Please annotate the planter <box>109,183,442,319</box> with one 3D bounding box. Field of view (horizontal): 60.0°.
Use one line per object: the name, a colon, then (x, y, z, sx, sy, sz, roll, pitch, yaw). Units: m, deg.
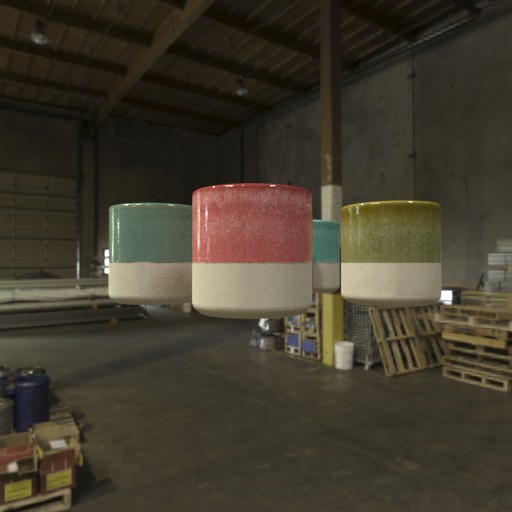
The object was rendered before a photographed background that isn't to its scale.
planter: (0.000, 0.000, 0.404, 0.257, 0.075, 0.286, 1, -1, -35)
